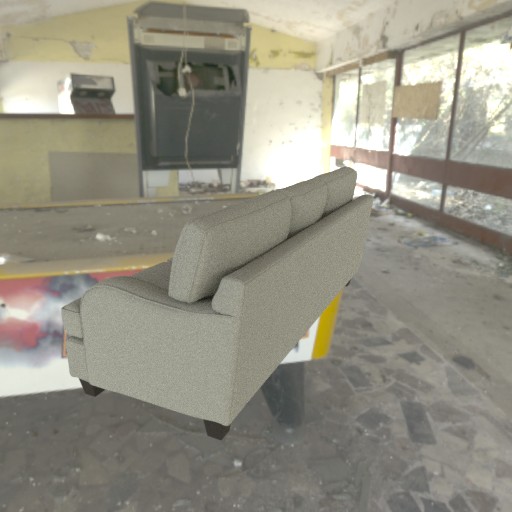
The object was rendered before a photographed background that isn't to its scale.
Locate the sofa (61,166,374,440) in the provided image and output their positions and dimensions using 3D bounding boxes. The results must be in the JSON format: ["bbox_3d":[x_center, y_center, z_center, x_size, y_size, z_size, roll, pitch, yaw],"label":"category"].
[{"bbox_3d":[0.000,0.000,2.885,1.016,0.997,2.323,8,18,25],"label":"sofa"}]
